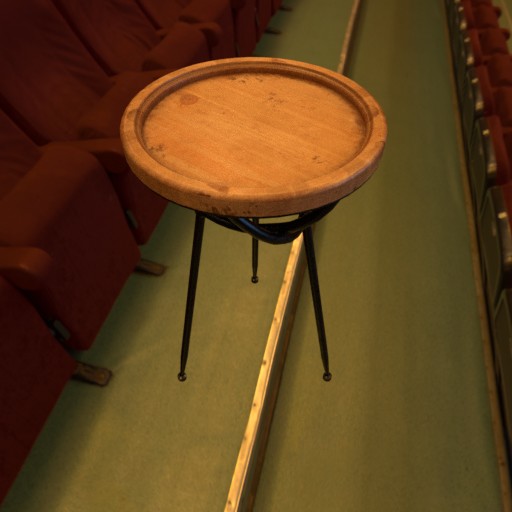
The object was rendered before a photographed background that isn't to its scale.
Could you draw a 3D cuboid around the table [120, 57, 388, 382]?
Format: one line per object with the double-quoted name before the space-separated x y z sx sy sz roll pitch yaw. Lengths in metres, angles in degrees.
"table" 0.000 0.000 0.934 0.414 0.664 0.418 10 48 9
